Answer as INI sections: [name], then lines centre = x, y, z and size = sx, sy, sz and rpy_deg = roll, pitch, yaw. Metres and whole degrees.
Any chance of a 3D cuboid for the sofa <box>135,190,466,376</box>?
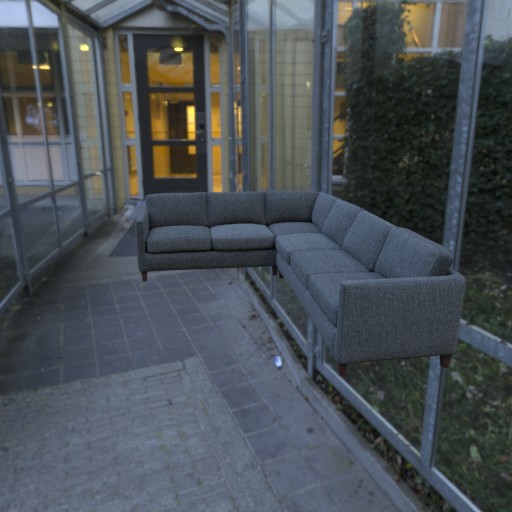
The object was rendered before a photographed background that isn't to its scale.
[sofa]
centre = 0.000, 0.000, 4.532
size = 2.593, 0.947, 3.302
rpy_deg = -2, 16, -8
